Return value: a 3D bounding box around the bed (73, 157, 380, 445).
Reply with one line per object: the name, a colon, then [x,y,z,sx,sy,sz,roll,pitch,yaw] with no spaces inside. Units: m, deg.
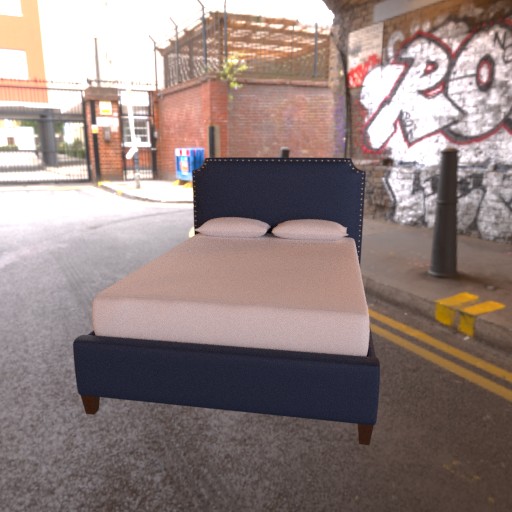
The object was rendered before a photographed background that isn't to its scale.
bed: [0.000,0.000,3.406,1.712,1.443,2.372,2,14,10]
